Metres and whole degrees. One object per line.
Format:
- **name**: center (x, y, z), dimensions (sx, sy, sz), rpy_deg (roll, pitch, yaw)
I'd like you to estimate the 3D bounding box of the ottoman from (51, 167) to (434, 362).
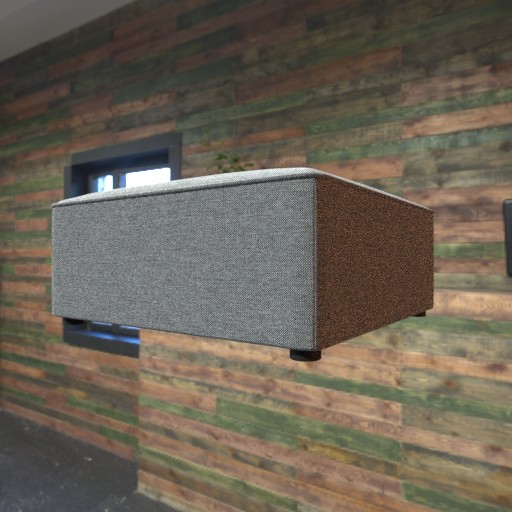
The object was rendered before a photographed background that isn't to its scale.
- **ottoman**: center (0.000, 0.000, 1.589), dimensions (1.005, 0.455, 1.005), rpy_deg (0, 0, 35)
